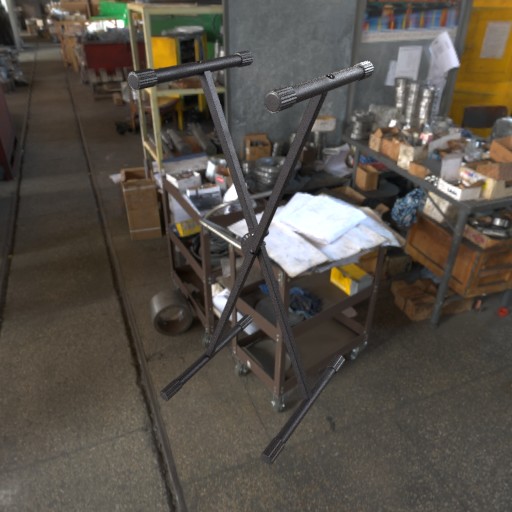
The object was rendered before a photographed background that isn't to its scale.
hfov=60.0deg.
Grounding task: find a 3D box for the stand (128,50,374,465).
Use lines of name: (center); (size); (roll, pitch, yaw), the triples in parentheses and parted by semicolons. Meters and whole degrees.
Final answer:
stand: (0.000, 0.000, 1.179); (0.409, 0.940, 0.449); (20, 37, 29)
